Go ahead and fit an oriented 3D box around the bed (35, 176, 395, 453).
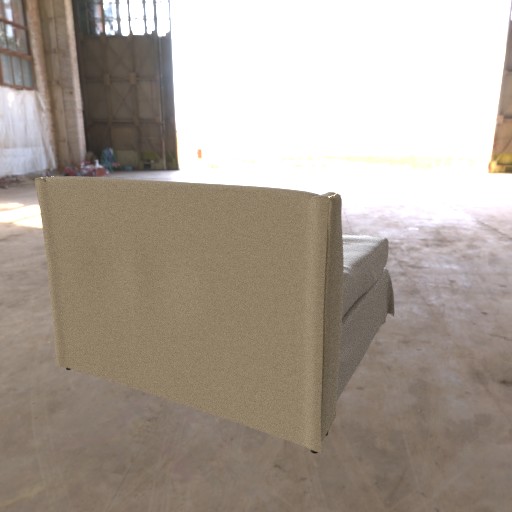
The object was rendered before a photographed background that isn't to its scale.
[{"bbox_3d":[0.000,0.000,3.416,1.925,1.332,2.276,8,17,26],"label":"bed"}]
